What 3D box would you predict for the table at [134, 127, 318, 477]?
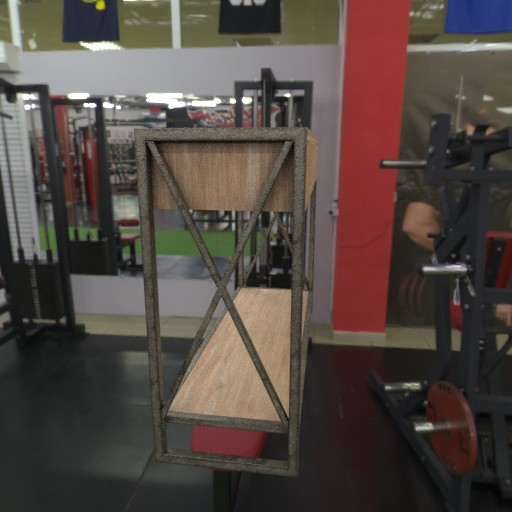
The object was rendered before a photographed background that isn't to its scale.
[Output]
[{"bbox_3d":[0.000,0.000,1.446,0.361,0.763,1.059,2,14,9],"label":"table"}]
